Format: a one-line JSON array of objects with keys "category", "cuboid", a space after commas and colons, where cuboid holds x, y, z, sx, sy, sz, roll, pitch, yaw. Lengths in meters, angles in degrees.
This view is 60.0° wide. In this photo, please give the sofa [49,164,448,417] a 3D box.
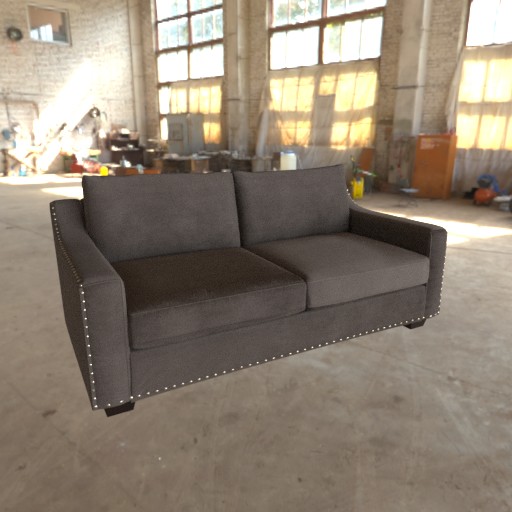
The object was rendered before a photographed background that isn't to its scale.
[{"category": "sofa", "cuboid": [0.000, 0.000, 3.208, 2.550, 1.196, 1.336, -8, 18, -28]}]
